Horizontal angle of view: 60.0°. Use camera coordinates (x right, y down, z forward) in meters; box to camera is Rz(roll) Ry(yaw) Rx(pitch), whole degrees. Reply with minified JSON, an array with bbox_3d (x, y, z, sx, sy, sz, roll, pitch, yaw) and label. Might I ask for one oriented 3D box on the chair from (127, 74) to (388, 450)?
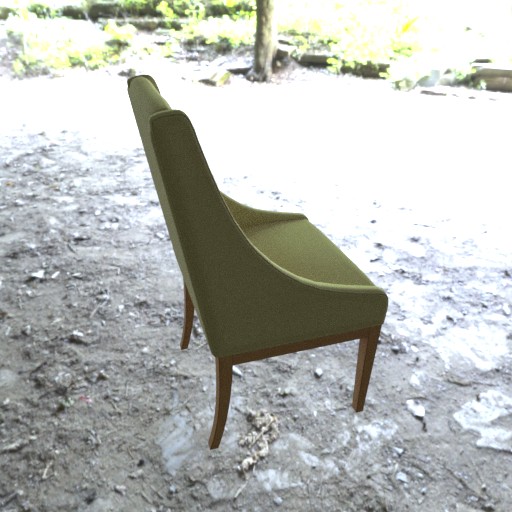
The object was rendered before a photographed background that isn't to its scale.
[{"bbox_3d":[0.000,0.000,1.383,0.611,1.021,0.575,-10,32,-16],"label":"chair"}]
